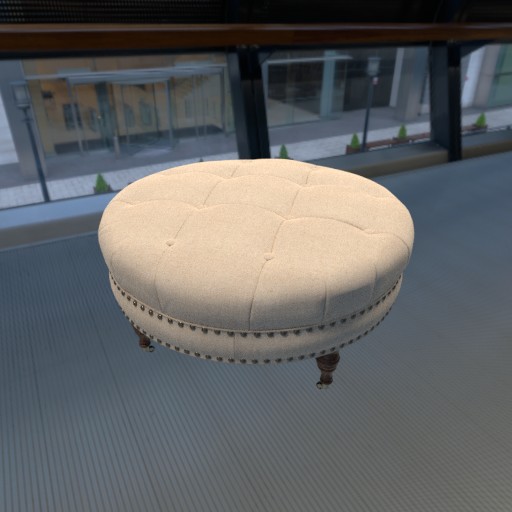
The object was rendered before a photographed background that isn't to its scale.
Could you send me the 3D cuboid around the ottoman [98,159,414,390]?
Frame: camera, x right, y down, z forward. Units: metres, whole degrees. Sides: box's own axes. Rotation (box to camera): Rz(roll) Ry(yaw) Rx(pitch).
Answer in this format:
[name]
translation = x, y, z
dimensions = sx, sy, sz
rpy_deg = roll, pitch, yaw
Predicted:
[ottoman]
translation = 0.000, 0.000, 1.450
dimensions = 0.940, 0.483, 0.940
rpy_deg = 0, 30, 0
